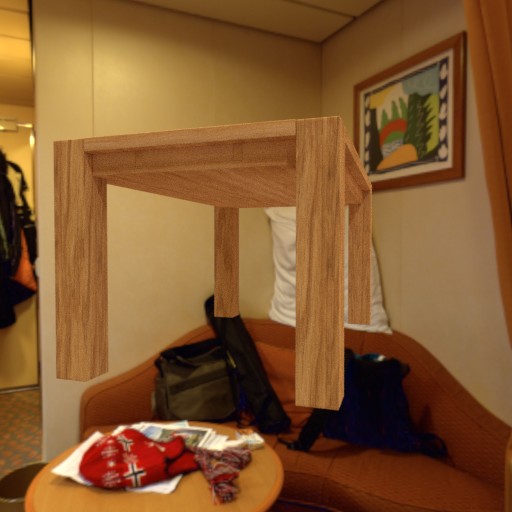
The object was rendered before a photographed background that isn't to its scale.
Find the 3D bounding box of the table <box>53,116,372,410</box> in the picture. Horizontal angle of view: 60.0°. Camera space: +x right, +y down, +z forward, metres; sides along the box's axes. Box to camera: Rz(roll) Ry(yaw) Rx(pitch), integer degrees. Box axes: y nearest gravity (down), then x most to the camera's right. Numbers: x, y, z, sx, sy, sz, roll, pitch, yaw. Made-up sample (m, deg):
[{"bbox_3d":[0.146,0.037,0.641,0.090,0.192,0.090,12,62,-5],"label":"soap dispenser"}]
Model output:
[{"bbox_3d":[0.000,0.000,1.942,0.900,0.760,1.400,0,2,18],"label":"table"}]
